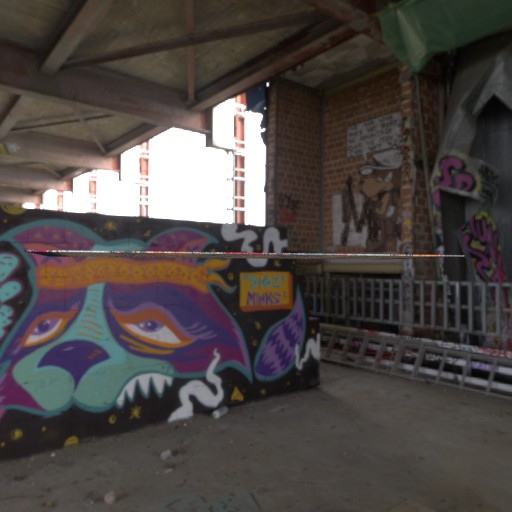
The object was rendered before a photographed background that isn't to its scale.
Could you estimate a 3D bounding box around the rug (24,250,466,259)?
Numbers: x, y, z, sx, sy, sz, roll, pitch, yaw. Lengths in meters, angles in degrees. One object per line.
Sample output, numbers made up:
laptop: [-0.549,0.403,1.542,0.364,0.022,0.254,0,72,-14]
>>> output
rug: [0.000,0.000,2.652,2.362,0.008,0.832,1,-2,-18]
